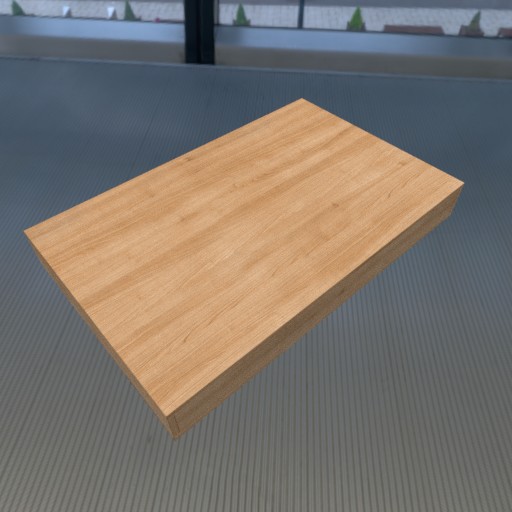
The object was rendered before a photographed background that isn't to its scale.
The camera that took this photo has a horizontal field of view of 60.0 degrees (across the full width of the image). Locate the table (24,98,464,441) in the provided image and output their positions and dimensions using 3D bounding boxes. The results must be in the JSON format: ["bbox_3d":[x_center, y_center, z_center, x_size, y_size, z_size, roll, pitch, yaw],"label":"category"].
[{"bbox_3d":[0.000,0.000,1.458,1.100,0.440,0.700,-33,56,-27],"label":"table"}]
